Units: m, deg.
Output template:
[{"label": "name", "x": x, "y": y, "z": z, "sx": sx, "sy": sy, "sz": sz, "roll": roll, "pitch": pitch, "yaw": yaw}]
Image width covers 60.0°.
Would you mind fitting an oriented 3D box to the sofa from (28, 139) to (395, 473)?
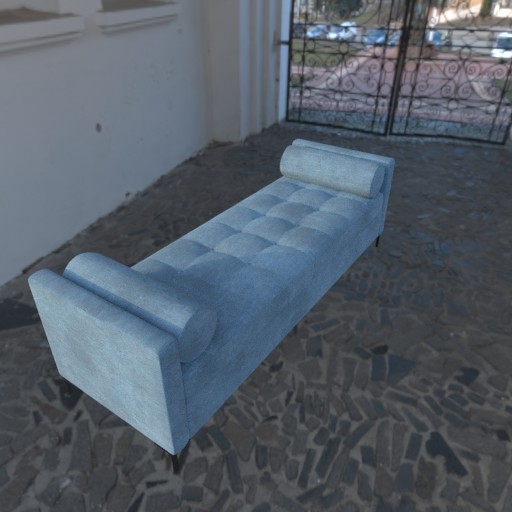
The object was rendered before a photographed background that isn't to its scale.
[{"label": "sofa", "x": 0.000, "y": 0.000, "z": 2.304, "sx": 0.686, "sy": 0.635, "sz": 1.981, "roll": 20, "pitch": 38, "yaw": 29}]
